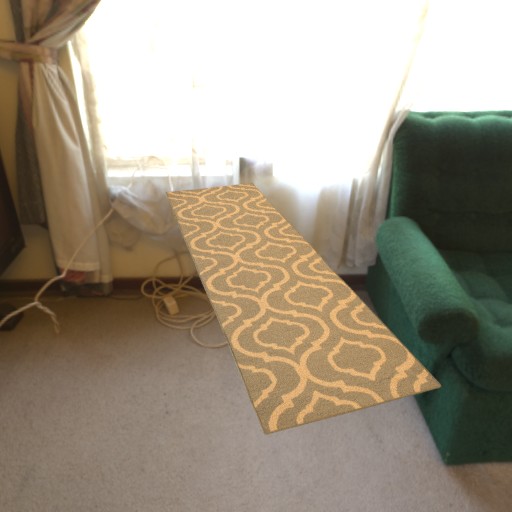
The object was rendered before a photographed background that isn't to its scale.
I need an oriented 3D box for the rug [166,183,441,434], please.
[{"bbox_3d":[0.000,0.000,2.458,0.684,0.009,2.275,-9,30,-16],"label":"rug"}]
